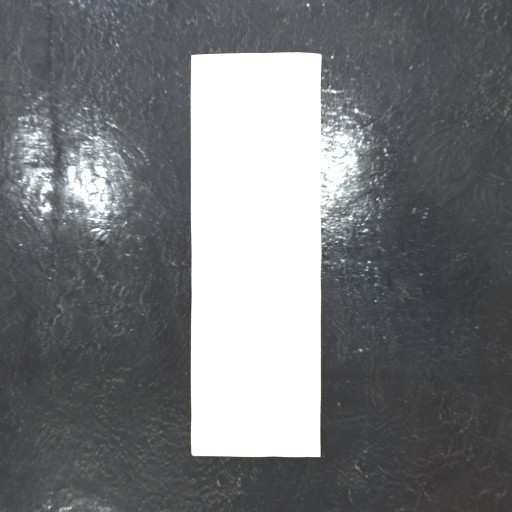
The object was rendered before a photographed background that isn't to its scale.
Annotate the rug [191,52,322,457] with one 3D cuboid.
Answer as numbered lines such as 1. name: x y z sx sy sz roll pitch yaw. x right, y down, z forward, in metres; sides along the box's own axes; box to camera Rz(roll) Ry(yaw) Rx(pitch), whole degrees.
1. rug: 0.000 0.000 2.688 0.793 0.014 2.450 0 91 0
